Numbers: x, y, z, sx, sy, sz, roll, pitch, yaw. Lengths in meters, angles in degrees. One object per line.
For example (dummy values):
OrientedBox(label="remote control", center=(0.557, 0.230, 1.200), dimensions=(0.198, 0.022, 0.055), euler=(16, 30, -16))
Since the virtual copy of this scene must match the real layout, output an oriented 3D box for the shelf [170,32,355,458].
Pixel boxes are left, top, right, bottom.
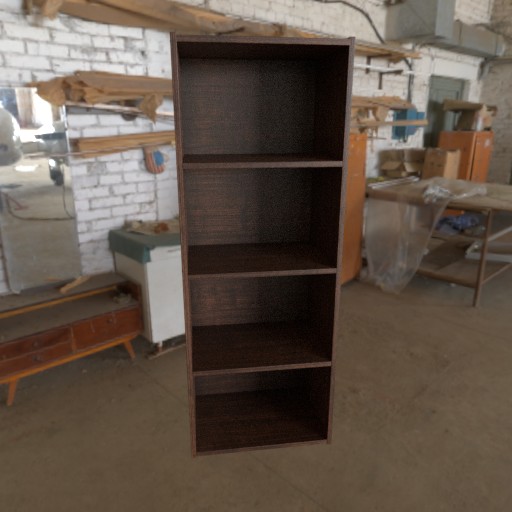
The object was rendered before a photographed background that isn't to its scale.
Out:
OrientedBox(label="shelf", center=(0.000, 0.000, 1.265), dimensions=(0.415, 1.099, 0.290), euler=(-2, 17, -8))
